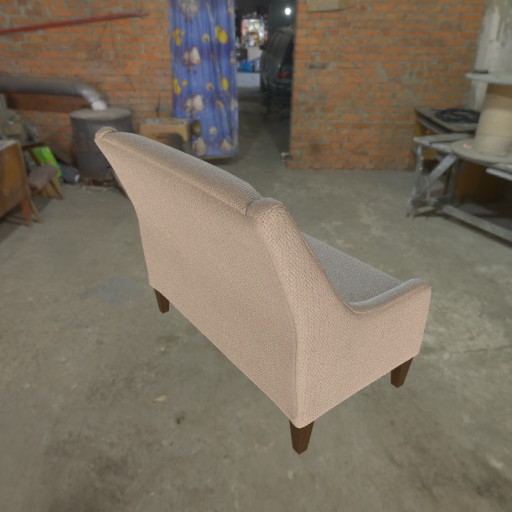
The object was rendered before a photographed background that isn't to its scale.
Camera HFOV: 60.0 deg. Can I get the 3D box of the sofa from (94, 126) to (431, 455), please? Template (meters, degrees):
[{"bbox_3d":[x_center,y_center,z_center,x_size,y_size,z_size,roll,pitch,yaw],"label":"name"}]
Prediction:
[{"bbox_3d":[0.000,0.000,1.939,0.870,1.022,1.242,-19,33,-32],"label":"sofa"}]
